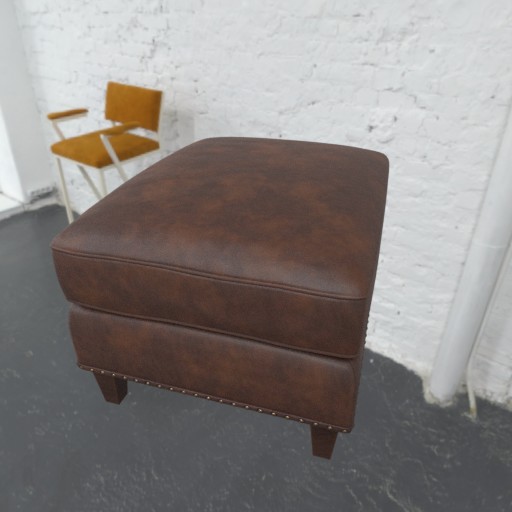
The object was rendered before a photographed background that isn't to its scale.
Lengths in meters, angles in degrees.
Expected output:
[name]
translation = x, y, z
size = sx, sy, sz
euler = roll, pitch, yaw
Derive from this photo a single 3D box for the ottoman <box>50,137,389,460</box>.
[ottoman]
translation = 0.000, 0.000, 1.107
size = 0.586, 0.486, 0.742
euler = 9, 31, 15
